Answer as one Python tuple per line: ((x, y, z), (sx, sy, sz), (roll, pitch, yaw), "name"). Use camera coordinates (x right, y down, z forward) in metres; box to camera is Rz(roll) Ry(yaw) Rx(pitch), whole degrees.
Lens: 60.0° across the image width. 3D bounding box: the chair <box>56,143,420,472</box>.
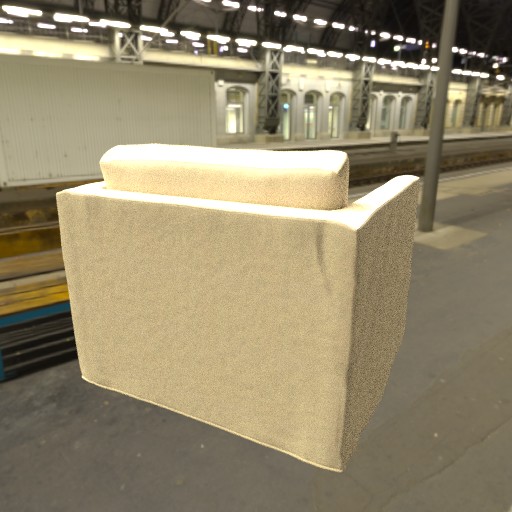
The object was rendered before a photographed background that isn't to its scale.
((0.000, 0.000, 1.703), (1.057, 0.851, 0.947), (9, 19, 26), "chair")
